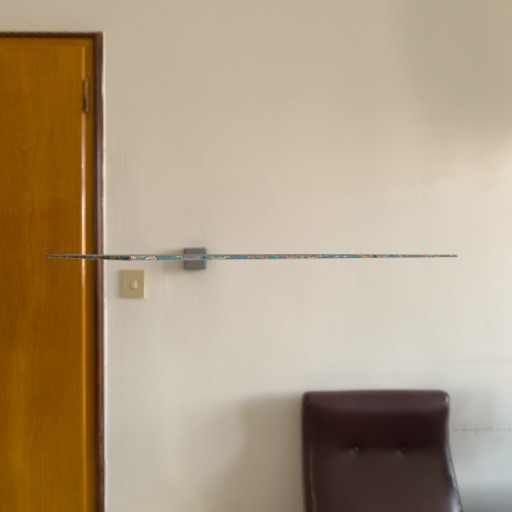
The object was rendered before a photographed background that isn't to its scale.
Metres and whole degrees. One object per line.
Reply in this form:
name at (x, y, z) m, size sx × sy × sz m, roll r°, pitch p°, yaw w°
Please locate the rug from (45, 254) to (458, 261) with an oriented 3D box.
rug at (0.000, 0.000, 2.356) m, size 1.836 × 0.014 × 1.216 m, roll 0°, pitch 1°, yaw -36°
